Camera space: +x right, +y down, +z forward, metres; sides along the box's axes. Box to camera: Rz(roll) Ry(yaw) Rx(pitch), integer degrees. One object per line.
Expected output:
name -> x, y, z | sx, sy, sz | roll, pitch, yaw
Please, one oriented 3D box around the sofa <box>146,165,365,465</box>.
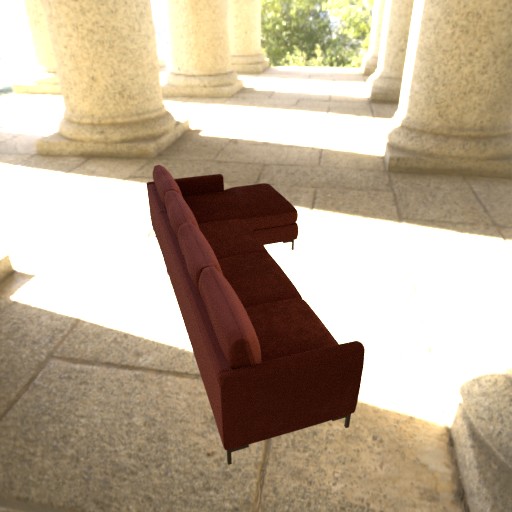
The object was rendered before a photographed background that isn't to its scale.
sofa -> 0.000, 0.000, 3.545 | 1.350, 0.810, 2.932 | -10, 31, -16
